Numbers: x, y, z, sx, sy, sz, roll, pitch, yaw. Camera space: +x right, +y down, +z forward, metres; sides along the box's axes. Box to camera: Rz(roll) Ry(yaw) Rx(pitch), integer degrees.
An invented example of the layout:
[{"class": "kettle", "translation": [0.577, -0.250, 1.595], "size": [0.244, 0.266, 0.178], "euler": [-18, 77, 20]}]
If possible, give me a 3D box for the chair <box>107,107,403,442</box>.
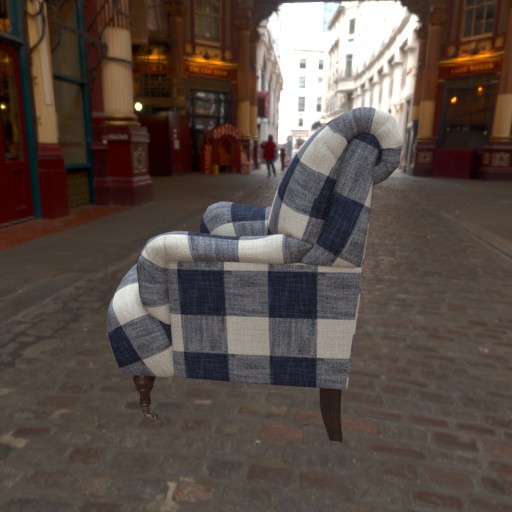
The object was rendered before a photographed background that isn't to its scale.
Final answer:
[{"class": "chair", "translation": [0.000, 0.000, 1.577], "size": [0.848, 0.953, 0.781], "euler": [2, 14, 8]}]
